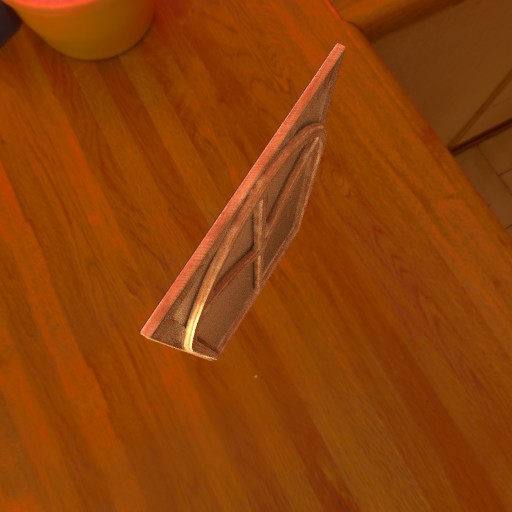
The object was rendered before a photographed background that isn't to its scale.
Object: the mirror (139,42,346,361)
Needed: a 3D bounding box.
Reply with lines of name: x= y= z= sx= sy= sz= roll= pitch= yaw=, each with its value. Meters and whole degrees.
mirror: x=0.000 y=0.000 z=0.971 sx=0.058 sy=0.787 sz=0.495 roll=31 pitch=77 yaw=8
